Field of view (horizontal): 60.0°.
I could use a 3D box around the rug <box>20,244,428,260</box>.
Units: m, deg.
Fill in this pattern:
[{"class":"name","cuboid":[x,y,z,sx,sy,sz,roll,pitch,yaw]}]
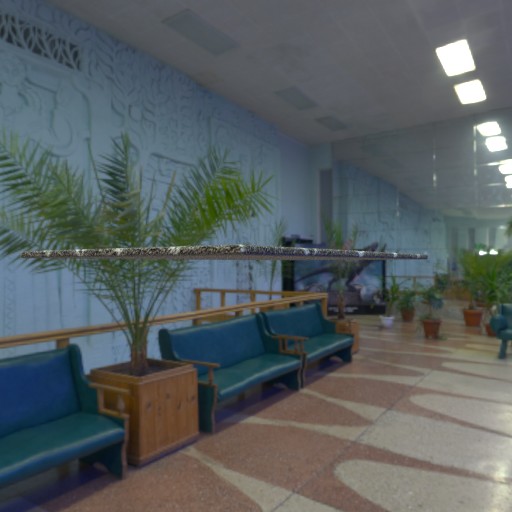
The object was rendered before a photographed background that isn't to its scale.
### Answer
[{"class":"rug","cuboid":[0.000,0.000,2.257,1.219,0.030,1.778,-1,-1,36]}]
